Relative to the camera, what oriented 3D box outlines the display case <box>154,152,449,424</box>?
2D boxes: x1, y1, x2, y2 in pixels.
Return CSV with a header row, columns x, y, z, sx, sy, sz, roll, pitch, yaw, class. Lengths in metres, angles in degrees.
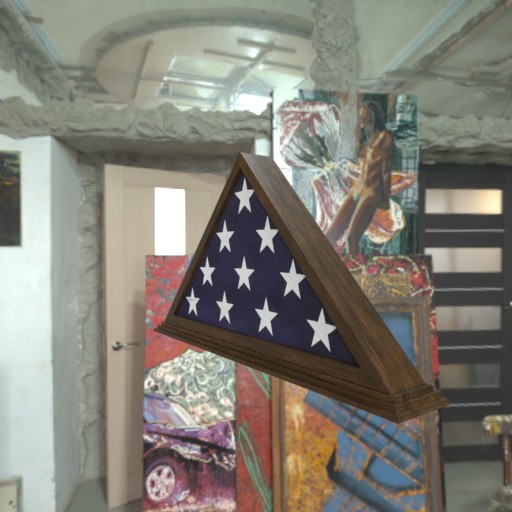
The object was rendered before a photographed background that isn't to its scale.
x,y,z,sx,sy,sz,roll,pitch,yaw,class
0.000,0.000,0.746,0.095,0.340,0.640,-1,1,-36,display case
